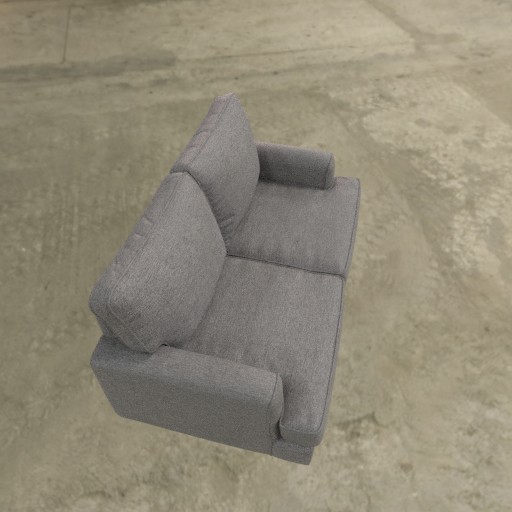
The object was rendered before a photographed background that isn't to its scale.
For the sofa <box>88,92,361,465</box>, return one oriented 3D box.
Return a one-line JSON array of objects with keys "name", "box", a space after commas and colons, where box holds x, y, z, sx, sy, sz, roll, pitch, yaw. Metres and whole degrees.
[{"name": "sofa", "box": [0.000, 0.000, 2.243, 0.965, 0.965, 1.651, 11, 48, 10]}]
